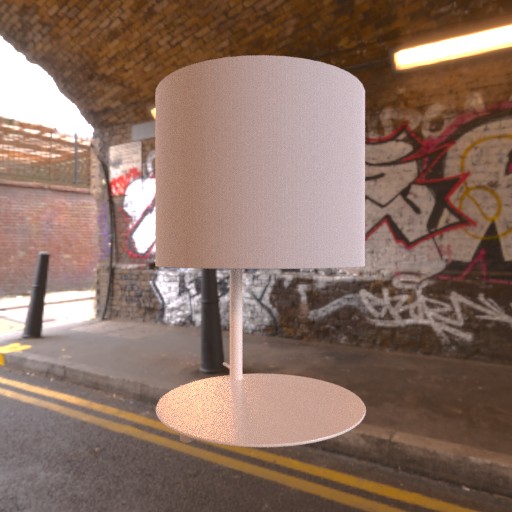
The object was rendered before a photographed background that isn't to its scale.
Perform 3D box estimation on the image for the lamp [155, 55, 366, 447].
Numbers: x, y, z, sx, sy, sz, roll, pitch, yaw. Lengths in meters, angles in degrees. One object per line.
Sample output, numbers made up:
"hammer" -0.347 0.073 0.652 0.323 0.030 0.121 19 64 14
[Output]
"lamp" 0.000 0.000 0.667 0.299 0.454 0.341 0 0 -19
